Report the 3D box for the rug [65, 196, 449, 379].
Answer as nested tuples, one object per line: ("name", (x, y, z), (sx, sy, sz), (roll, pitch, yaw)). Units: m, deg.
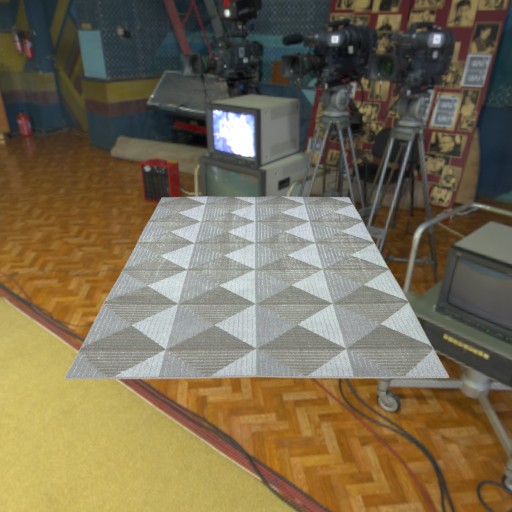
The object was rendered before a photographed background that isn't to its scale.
("rug", (0.000, 0.000, 4.269), (2.428, 0.027, 3.333), (0, 27, 0))
